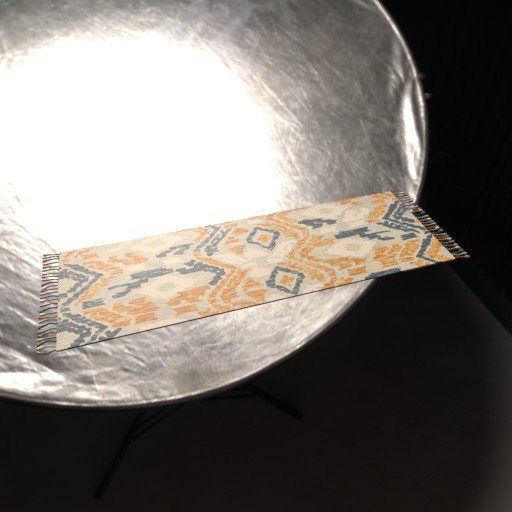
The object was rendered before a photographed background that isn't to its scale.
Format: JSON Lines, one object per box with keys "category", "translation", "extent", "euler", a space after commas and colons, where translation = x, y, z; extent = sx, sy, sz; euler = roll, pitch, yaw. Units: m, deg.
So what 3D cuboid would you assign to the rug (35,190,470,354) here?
{"category": "rug", "translation": [0.000, 0.000, 2.650], "extent": [2.437, 0.010, 0.783], "euler": [-12, 43, -13]}
